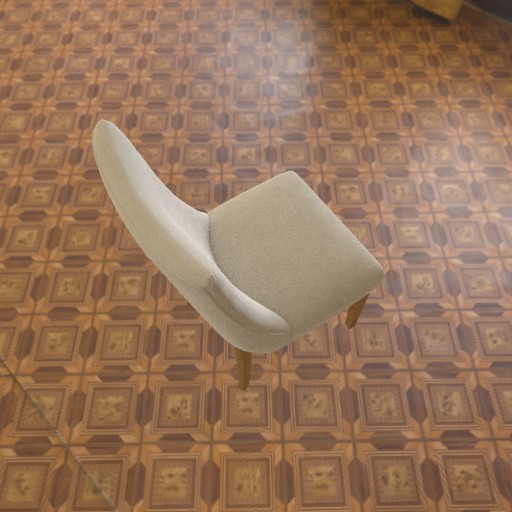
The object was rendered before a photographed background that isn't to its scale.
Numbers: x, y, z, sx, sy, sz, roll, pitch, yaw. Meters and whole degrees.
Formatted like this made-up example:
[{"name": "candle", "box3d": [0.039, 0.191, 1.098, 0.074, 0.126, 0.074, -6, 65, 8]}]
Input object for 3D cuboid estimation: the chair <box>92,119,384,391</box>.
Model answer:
[{"name": "chair", "box3d": [0.000, 0.000, 1.278, 0.610, 0.902, 0.495, -29, 63, -17]}]
